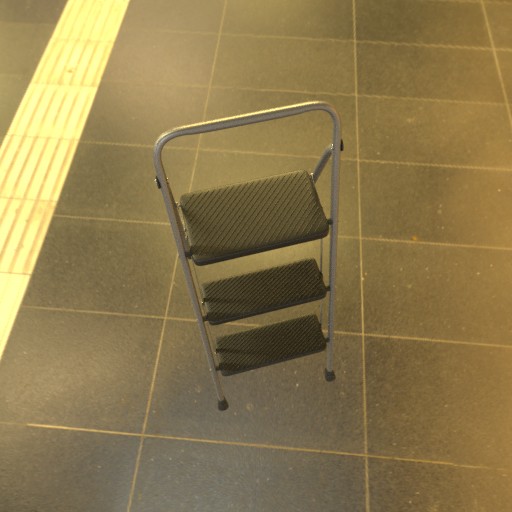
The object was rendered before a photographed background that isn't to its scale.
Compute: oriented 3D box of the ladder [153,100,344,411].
[{"bbox_3d":[0.000,0.000,1.278,0.430,0.945,0.629,-13,63,-7],"label":"ladder"}]
